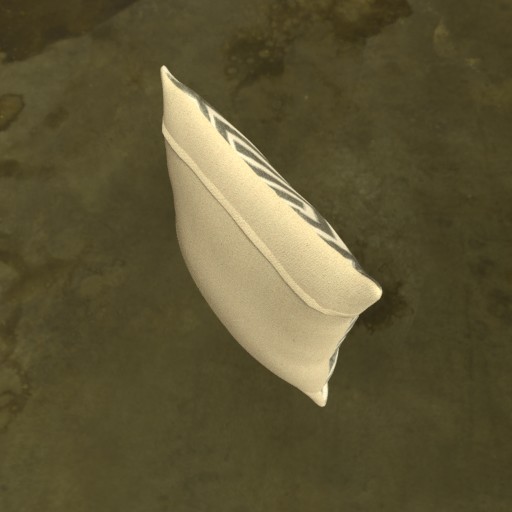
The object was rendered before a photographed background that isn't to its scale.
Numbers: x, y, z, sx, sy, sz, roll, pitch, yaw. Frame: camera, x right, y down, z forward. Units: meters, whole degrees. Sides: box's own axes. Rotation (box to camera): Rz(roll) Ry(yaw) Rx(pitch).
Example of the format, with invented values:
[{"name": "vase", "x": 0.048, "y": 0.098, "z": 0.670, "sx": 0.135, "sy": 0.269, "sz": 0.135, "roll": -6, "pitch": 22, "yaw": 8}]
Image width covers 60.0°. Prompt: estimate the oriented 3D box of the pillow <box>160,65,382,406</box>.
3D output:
[{"name": "pillow", "x": 0.000, "y": 0.000, "z": 0.698, "sx": 0.182, "sy": 0.441, "sz": 0.440, "roll": -32, "pitch": 64, "yaw": -17}]
